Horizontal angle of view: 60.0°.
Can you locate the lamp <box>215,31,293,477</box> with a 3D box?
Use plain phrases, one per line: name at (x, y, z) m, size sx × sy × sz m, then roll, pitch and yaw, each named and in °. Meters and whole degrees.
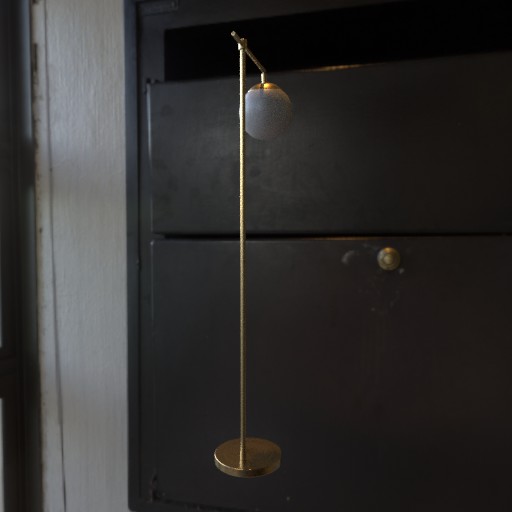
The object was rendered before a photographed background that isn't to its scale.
lamp at (0.000, 0.000, 1.702) m, size 0.249 × 1.505 × 0.476 m, roll 1°, pitch 2°, yaw 18°
